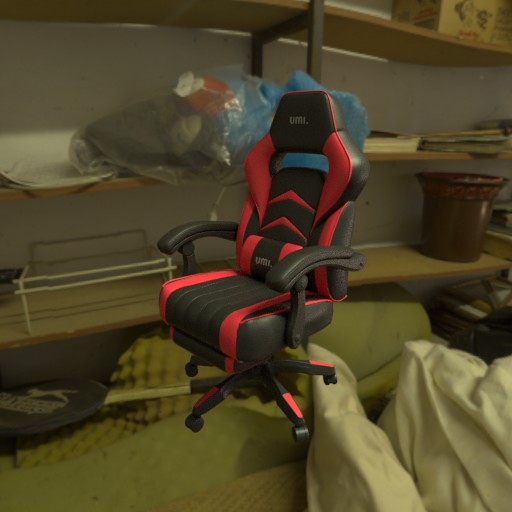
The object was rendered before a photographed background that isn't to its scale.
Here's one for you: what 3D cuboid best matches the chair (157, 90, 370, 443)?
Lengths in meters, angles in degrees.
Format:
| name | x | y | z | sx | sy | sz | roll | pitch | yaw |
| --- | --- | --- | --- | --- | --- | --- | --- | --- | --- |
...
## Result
| name | x | y | z | sx | sy | sz | roll | pitch | yaw |
| --- | --- | --- | --- | --- | --- | --- | --- | --- | --- |
| chair | 0.000 | 0.000 | 1.706 | 0.700 | 1.220 | 0.700 | 16 | 22 | 42 |
